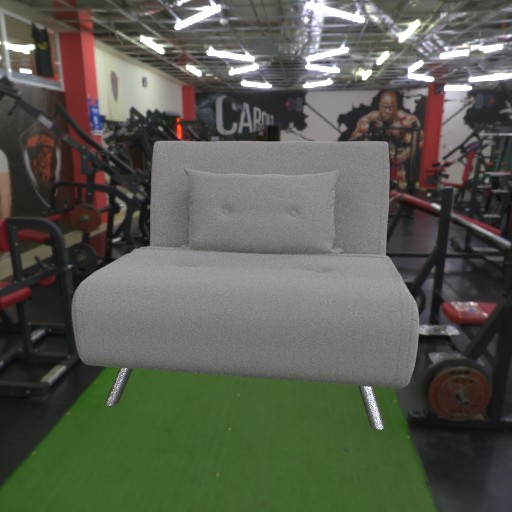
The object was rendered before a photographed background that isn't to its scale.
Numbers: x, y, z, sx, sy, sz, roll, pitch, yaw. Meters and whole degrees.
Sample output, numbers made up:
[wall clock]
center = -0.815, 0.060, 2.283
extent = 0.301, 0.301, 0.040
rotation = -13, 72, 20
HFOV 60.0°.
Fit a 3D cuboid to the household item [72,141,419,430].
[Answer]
[household item]
center = 0.000, 0.000, 1.612
extent = 1.000, 0.800, 0.874
rotation = 2, 15, 8
